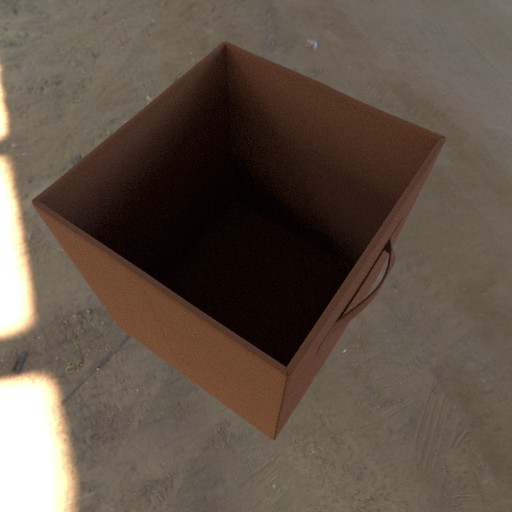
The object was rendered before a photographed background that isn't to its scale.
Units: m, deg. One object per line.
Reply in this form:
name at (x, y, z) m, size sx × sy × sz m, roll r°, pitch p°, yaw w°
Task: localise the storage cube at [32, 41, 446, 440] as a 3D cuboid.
storage cube at (0.000, 0.000, 0.498) m, size 0.270 × 0.280 × 0.270 m, roll 31°, pitch 64°, yaw 17°
